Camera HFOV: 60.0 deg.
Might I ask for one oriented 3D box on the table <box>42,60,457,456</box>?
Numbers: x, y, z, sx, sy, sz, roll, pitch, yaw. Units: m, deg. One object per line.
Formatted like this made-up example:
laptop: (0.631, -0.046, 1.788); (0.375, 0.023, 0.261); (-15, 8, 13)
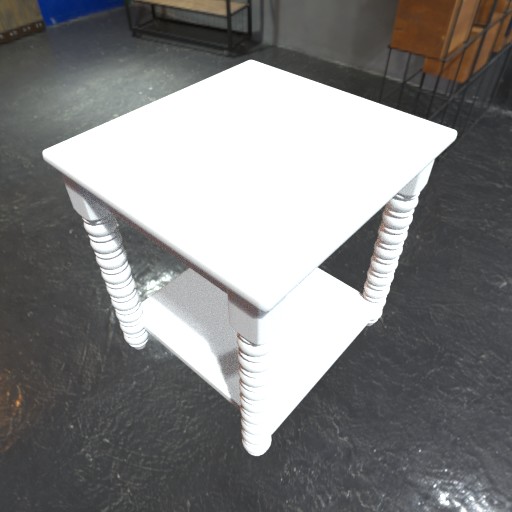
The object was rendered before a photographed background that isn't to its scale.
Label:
table: (0.000, 0.000, 0.965); (0.500, 0.563, 0.533); (32, 53, 28)
